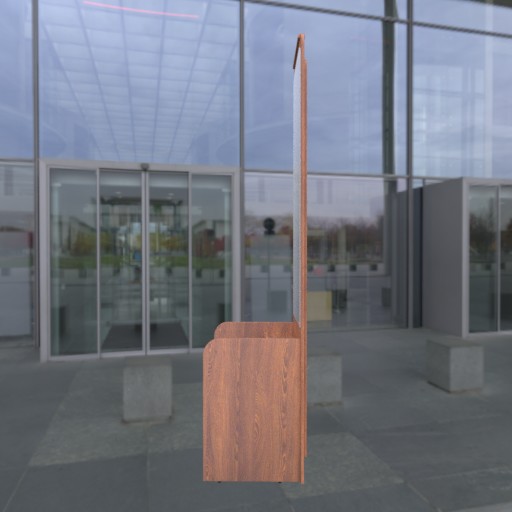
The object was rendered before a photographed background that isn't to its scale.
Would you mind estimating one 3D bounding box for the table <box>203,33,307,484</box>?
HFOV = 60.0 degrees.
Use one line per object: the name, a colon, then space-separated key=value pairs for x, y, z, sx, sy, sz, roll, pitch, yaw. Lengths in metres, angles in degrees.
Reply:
table: x=0.000 y=0.000 z=1.991 sx=0.420 sy=1.830 sz=0.450 roll=0 pitch=1 yaw=1
